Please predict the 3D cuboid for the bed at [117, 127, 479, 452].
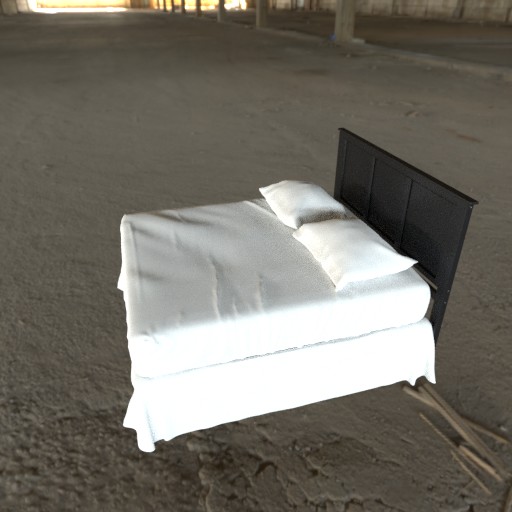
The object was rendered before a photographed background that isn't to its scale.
[{"bbox_3d":[0.000,0.000,3.150,2.050,1.270,1.870,-8,31,-14],"label":"bed"}]
